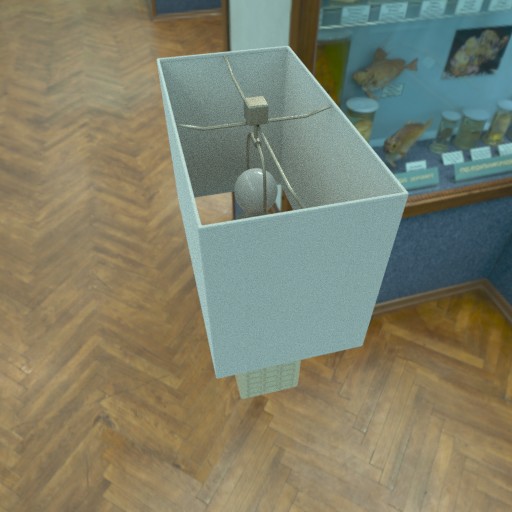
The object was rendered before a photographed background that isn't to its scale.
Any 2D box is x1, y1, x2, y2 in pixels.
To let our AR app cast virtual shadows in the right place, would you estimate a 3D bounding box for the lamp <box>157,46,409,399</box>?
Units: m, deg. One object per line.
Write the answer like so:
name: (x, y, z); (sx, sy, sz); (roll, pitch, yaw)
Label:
lamp: (0.000, 0.000, 0.701); (0.200, 0.515, 0.380); (-10, 46, -10)
